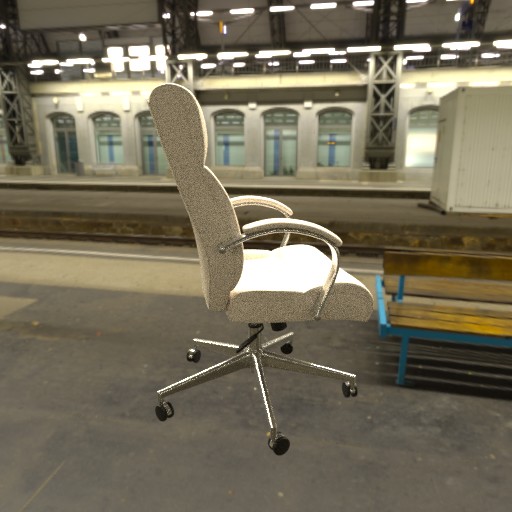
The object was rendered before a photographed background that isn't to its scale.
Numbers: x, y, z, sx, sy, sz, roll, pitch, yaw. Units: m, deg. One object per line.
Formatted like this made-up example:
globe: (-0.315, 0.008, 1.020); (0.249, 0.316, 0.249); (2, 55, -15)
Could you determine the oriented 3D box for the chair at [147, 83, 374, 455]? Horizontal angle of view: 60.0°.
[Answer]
chair: (0.000, 0.000, 1.575); (0.745, 1.099, 0.727); (-2, 14, -9)
